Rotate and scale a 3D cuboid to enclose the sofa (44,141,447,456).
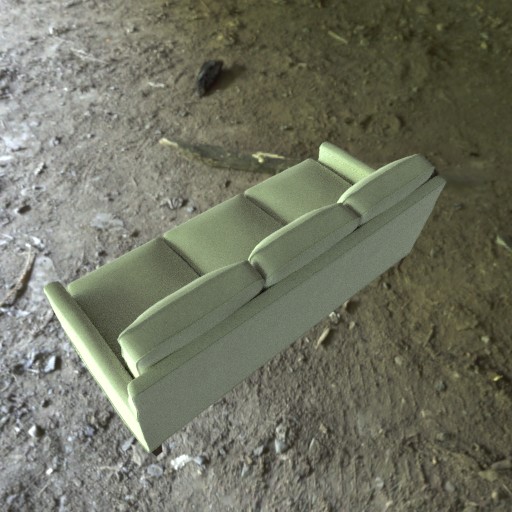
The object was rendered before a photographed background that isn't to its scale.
[{"bbox_3d":[0.000,0.000,2.735,2.246,1.003,1.084,-32,54,-27],"label":"sofa"}]
